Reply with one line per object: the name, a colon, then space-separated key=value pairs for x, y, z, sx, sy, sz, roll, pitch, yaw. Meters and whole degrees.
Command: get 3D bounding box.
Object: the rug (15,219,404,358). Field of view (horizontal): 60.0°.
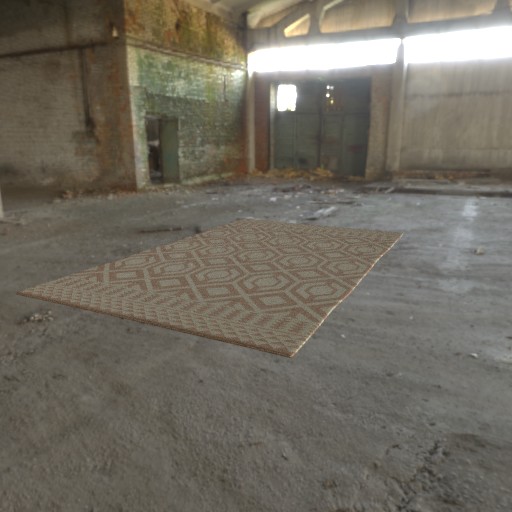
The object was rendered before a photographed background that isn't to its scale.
rug: x=0.000 y=0.000 z=2.967 sx=1.526 sy=0.011 sz=2.435 roll=7 pitch=16 yaw=26
